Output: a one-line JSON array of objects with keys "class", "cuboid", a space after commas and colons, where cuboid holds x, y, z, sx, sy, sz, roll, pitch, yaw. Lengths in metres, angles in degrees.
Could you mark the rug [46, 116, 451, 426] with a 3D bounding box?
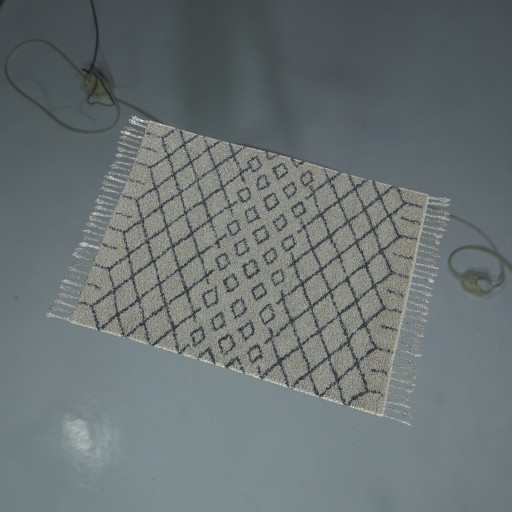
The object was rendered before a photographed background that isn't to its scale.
[{"class": "rug", "cuboid": [0.000, 0.000, 3.205, 2.615, 0.029, 1.664, 16, 76, 4]}]
